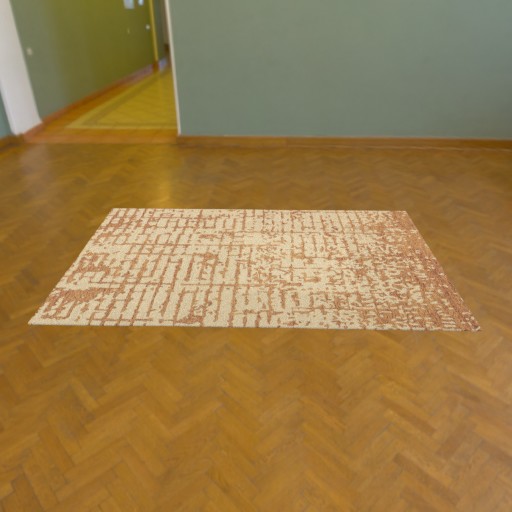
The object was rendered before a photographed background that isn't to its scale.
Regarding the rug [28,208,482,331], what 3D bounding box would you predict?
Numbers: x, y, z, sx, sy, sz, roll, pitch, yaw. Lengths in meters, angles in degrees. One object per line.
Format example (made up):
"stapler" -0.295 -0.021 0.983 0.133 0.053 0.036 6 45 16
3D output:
"rug" 0.000 0.000 3.023 2.435 0.011 1.517 1 30 1
